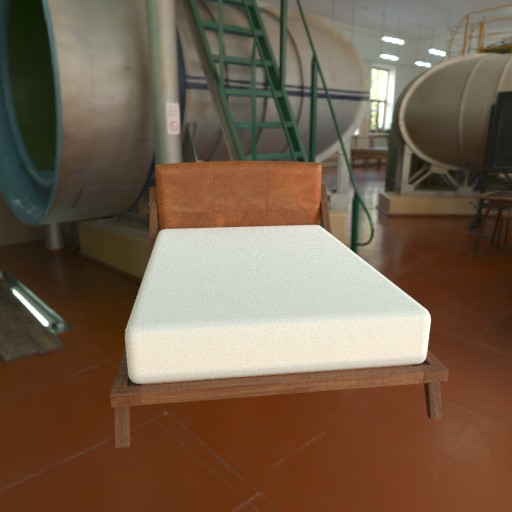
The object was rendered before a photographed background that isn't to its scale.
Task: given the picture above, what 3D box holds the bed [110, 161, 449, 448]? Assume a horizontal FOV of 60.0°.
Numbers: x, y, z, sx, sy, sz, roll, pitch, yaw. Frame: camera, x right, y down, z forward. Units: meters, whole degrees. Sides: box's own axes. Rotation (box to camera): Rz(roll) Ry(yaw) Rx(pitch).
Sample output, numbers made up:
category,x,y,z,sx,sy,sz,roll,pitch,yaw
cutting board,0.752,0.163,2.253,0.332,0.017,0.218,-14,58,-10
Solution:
category,x,y,z,sx,sy,sz,roll,pitch,yaw
bed,0.000,0.000,3.142,1.651,1.168,2.311,-2,16,-7
